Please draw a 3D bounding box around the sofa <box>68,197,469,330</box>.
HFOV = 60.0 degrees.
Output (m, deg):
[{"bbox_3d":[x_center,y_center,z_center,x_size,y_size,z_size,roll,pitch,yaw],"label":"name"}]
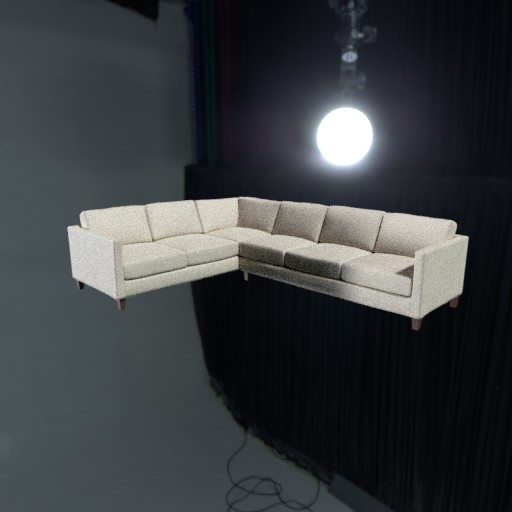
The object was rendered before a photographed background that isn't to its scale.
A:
[{"bbox_3d":[0.000,0.000,4.416,2.432,0.863,3.182,-13,19,-43],"label":"sofa"}]
